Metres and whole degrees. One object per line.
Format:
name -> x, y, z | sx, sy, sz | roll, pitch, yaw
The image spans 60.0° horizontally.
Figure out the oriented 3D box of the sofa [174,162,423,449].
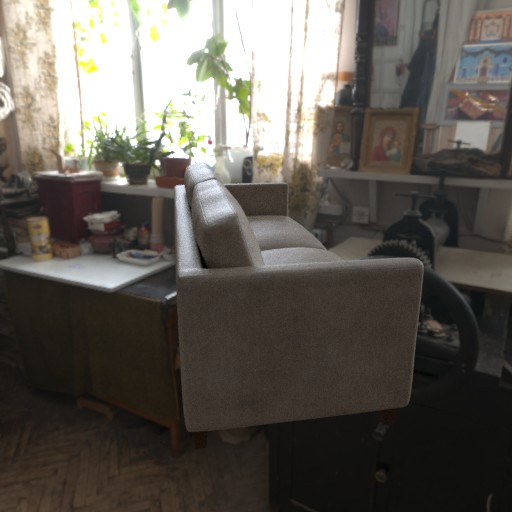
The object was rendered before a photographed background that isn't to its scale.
sofa -> 0.000, 0.000, 2.677 | 0.951, 0.965, 2.208 | -3, 18, -10
